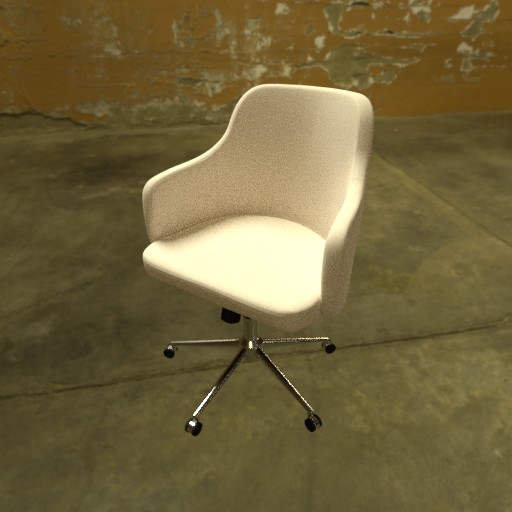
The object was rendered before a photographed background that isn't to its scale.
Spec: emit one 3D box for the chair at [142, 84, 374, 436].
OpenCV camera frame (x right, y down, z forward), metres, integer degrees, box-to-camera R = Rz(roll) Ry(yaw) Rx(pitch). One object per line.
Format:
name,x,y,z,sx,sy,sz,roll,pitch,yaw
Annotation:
chair,0.000,0.000,1.233,0.602,0.819,0.647,18,34,29
